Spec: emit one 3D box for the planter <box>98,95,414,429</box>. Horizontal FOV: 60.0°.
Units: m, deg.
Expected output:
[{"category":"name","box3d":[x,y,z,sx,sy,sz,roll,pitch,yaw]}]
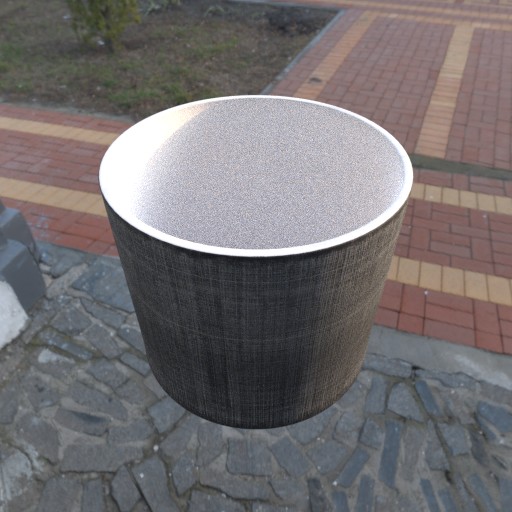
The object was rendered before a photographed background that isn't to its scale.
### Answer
[{"category":"planter","box3d":[0.000,0.000,0.311,0.178,0.157,0.178,0,42,0]}]
